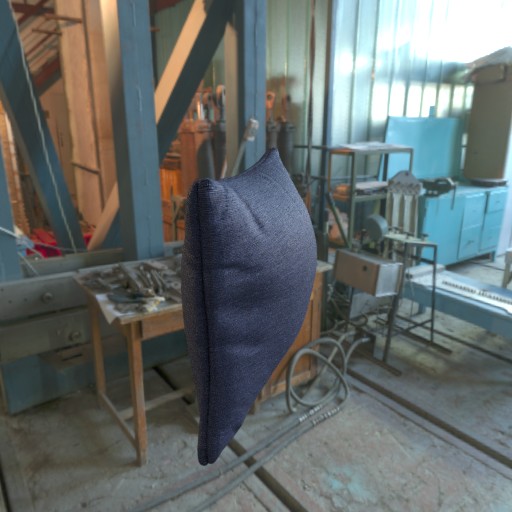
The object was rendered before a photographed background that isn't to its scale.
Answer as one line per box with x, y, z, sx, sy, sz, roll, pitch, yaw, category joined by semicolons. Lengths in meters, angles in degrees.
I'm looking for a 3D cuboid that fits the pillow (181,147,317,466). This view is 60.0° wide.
0.000;0.000;0.771;0.210;0.338;0.633;3;17;8;pillow
